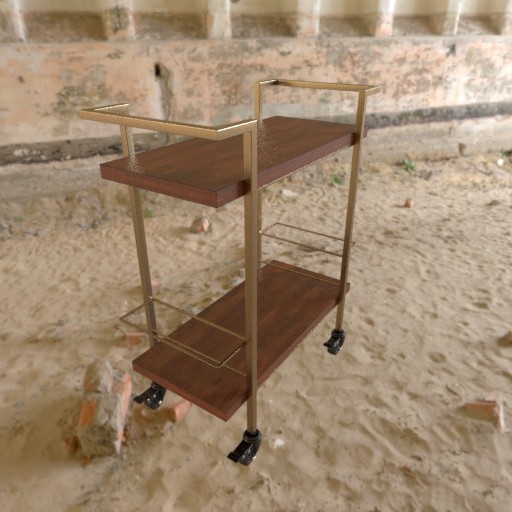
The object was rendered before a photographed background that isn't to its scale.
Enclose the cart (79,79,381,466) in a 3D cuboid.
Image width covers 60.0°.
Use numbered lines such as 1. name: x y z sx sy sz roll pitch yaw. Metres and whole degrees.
1. cart: 0.000 0.000 1.178 0.364 0.807 0.695 17 32 30
